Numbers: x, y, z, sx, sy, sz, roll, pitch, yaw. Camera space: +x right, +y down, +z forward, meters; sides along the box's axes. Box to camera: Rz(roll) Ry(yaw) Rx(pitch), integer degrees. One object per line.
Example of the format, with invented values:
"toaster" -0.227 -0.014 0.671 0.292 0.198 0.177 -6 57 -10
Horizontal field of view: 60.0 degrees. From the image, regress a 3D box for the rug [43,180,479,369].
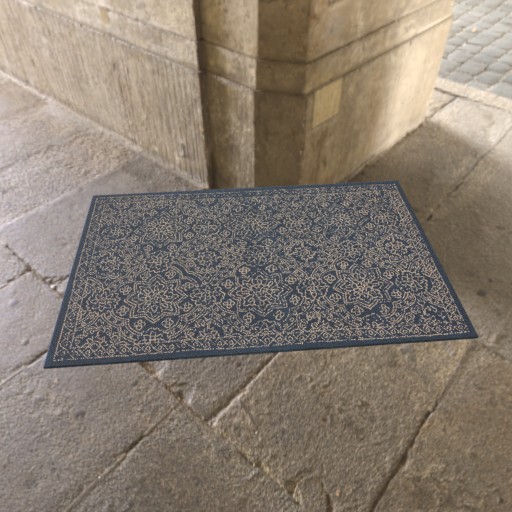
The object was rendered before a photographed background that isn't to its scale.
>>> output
"rug" 0.000 0.000 3.005 2.441 0.015 1.526 -3 45 -3
